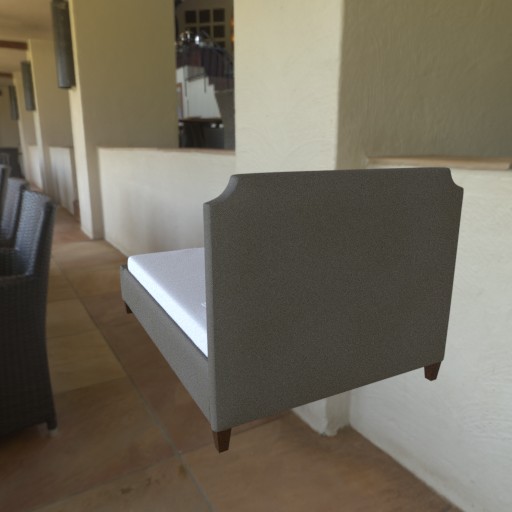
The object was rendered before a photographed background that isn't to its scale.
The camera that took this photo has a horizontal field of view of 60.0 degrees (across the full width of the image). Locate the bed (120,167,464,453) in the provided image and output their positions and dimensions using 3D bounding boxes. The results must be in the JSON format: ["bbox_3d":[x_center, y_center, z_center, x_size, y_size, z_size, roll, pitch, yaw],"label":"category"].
[{"bbox_3d":[0.000,0.000,3.485,1.712,1.443,2.372,-7,16,-27],"label":"bed"}]
